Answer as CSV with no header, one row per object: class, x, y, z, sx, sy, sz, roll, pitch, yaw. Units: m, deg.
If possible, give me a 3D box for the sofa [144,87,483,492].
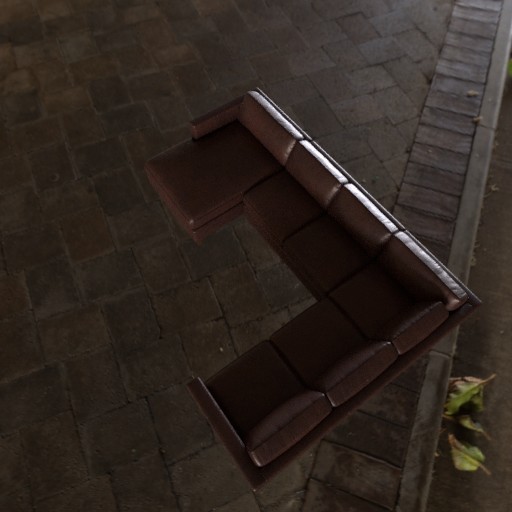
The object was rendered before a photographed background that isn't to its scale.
sofa,0.000,0.000,4.369,2.452,0.891,3.324,-33,66,-16
